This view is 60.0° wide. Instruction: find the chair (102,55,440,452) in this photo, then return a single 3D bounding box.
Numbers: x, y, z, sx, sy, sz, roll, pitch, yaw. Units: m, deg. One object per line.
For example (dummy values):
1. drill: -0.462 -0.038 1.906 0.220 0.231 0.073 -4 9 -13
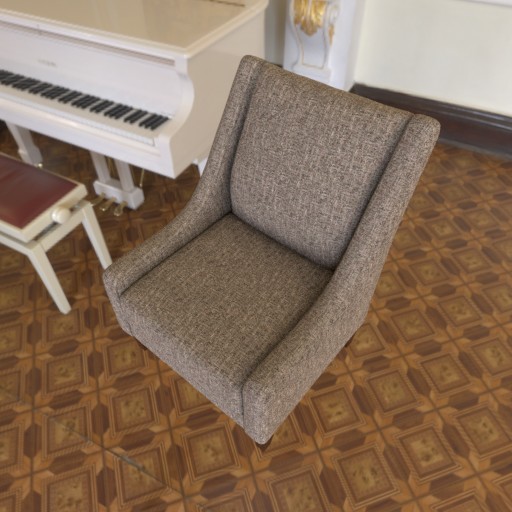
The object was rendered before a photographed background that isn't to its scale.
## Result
1. chair: 0.000 0.000 1.614 0.774 1.014 0.870 31 54 26
